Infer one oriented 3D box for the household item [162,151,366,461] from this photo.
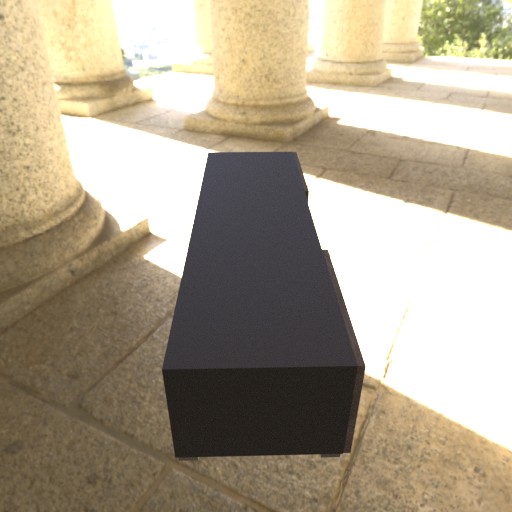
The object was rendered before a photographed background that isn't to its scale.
[{"bbox_3d":[0.000,0.000,1.588,0.420,0.310,1.400,-1,31,-1],"label":"household item"}]
